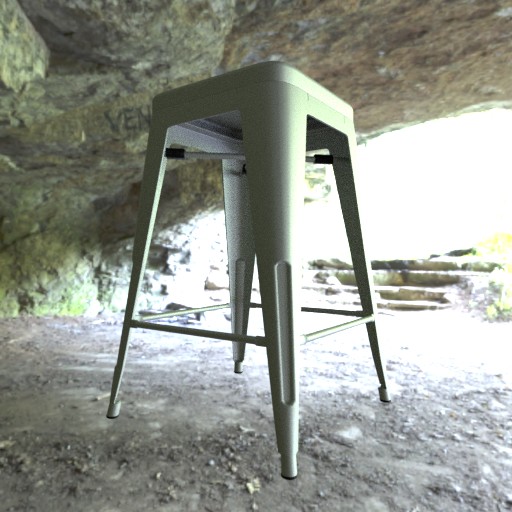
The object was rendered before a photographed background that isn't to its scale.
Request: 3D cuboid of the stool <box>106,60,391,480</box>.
[{"bbox_3d":[0.000,0.000,0.878,0.410,0.608,0.410,0,0,35],"label":"stool"}]
